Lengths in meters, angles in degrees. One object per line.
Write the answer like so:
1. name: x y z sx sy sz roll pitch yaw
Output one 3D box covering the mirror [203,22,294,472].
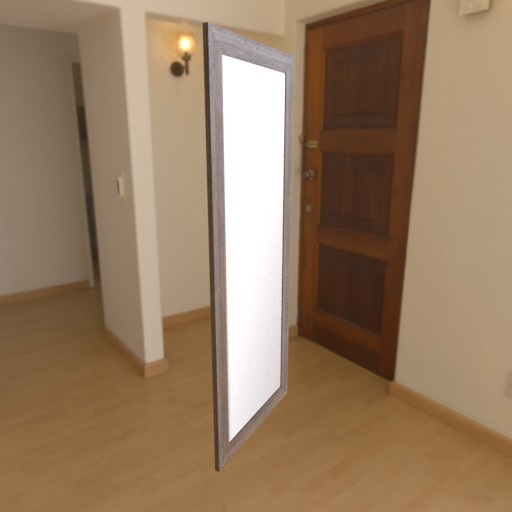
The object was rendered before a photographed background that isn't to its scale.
1. mirror: 0.000 0.000 2.297 0.025 2.032 0.812 8 17 27
